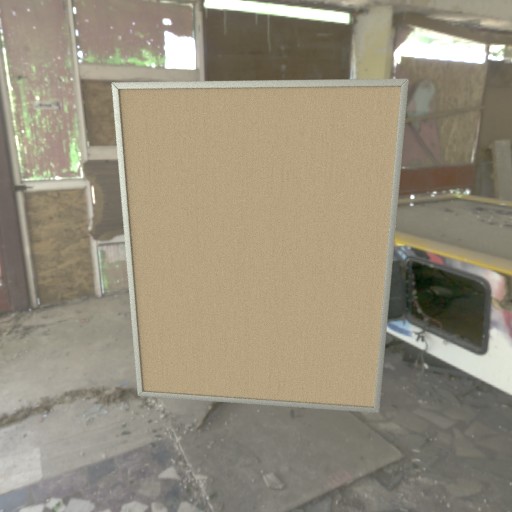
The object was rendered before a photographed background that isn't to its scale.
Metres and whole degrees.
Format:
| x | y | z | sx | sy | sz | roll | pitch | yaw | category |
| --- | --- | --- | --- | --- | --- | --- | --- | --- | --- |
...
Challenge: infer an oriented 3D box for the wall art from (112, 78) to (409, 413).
| x | y | z | sx | sy | sz | roll | pitch | yaw | category |
| --- | --- | --- | --- | --- | --- | --- | --- | --- | --- |
| 0.000 | 0.000 | 0.753 | 0.445 | 0.553 | 0.039 | 2 | 16 | 7 | wall art |
